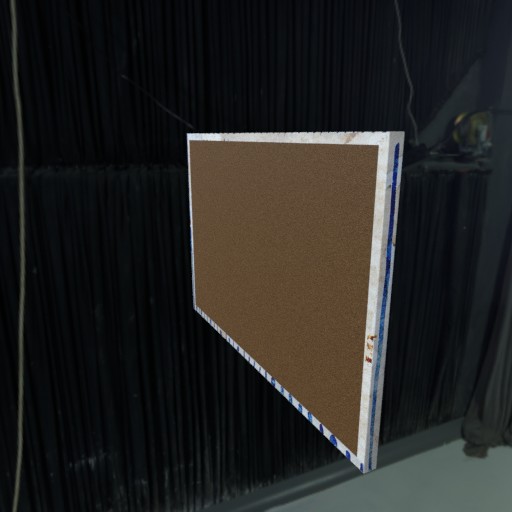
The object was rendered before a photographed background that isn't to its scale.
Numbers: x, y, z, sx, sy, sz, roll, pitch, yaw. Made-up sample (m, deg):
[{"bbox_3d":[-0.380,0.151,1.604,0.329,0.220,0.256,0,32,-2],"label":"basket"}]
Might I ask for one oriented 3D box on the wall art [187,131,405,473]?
[{"bbox_3d":[0.000,0.000,1.138,0.030,0.609,0.919,-8,17,-27],"label":"wall art"}]
